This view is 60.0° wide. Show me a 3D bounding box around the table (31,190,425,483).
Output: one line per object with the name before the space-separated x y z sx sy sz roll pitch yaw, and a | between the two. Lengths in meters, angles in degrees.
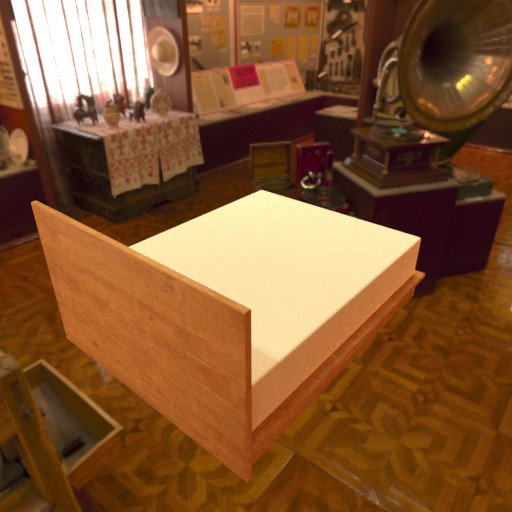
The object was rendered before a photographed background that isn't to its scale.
table | 0.000 0.000 3.133 1.707 1.041 2.149 22 36 34
